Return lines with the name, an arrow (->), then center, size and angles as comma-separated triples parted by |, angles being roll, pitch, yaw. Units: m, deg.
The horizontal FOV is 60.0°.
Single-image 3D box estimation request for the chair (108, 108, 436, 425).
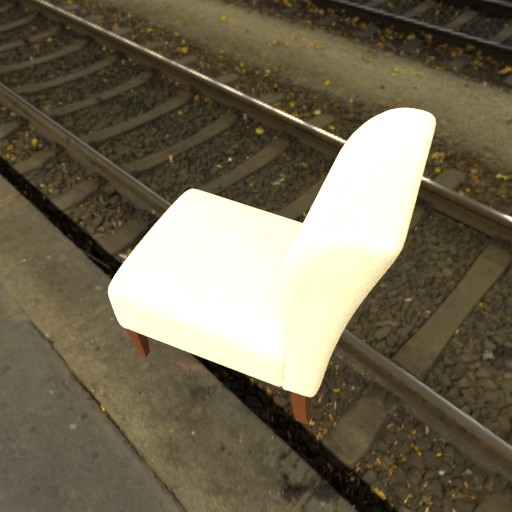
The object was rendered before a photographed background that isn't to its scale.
chair -> 0.000, 0.000, 1.310 | 0.754, 0.833, 0.521 | 17, 49, 15
